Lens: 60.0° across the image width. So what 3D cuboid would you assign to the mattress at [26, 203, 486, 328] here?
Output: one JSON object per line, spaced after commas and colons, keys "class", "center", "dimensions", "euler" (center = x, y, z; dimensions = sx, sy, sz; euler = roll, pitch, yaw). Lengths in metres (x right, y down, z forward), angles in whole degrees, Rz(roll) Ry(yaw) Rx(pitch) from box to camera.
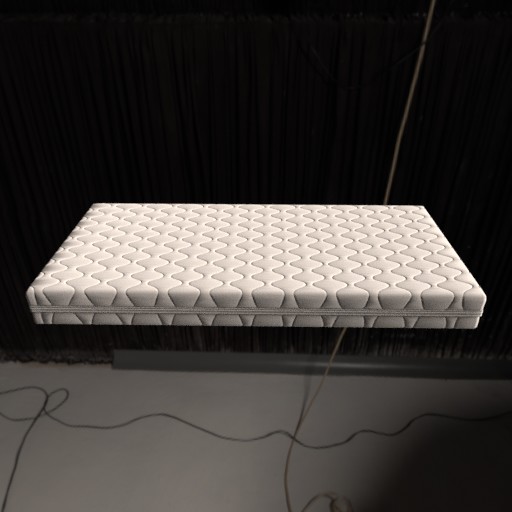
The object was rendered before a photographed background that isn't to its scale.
{"class": "mattress", "center": [0.000, 0.000, 2.324], "dimensions": [2.000, 0.200, 0.900], "euler": [1, 32, 1]}
